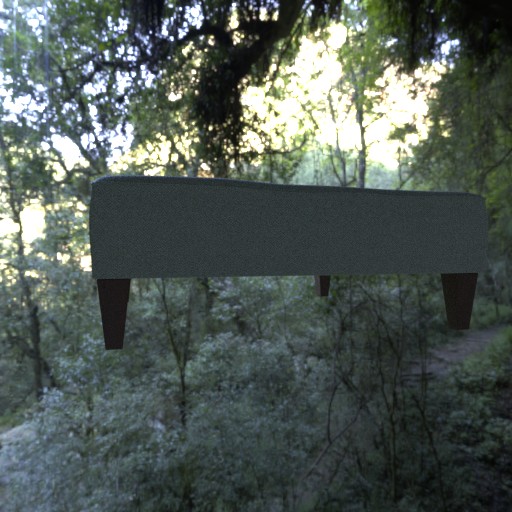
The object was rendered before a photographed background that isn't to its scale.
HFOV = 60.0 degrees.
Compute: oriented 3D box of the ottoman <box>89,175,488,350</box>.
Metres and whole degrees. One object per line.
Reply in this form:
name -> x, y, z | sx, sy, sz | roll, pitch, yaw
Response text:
ottoman -> 0.000, 0.000, 1.488 | 0.968, 0.379, 1.004 | 0, 1, -15
